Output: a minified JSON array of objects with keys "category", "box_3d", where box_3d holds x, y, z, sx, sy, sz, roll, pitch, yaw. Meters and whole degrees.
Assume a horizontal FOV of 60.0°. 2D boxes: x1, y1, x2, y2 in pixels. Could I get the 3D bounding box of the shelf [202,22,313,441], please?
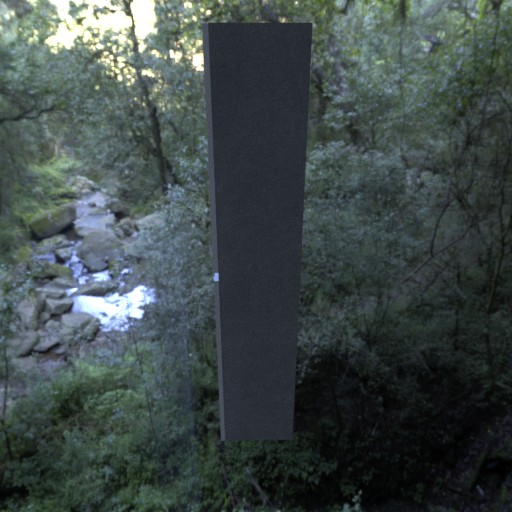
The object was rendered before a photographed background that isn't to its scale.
[{"category":"shelf","box_3d":[0.000,0.000,1.516,0.270,1.400,0.300,-1,25,-1]}]
